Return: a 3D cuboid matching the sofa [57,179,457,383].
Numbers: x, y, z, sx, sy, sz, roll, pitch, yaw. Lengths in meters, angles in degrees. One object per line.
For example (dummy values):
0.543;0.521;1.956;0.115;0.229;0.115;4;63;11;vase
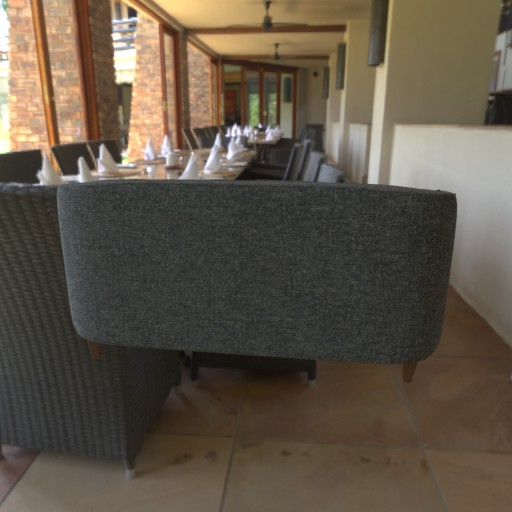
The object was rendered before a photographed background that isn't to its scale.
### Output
0.000;0.000;2.225;1.733;0.855;0.941;2;17;8;sofa
